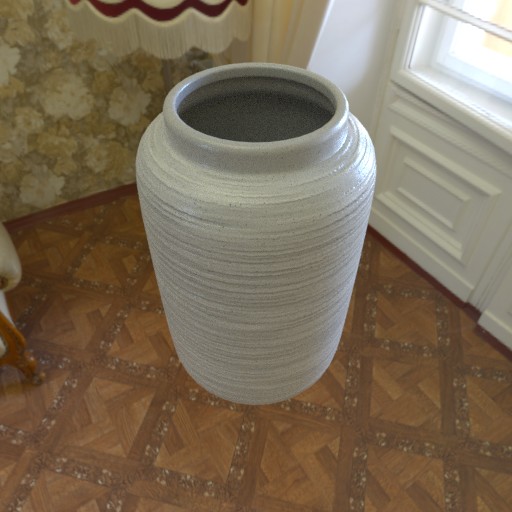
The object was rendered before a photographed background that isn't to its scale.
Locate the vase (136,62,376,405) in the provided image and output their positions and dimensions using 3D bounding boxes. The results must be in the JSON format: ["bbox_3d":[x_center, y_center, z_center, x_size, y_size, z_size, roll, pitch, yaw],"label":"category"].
[{"bbox_3d":[0.000,0.000,0.451,0.202,0.335,0.202,0,45,0],"label":"vase"}]
